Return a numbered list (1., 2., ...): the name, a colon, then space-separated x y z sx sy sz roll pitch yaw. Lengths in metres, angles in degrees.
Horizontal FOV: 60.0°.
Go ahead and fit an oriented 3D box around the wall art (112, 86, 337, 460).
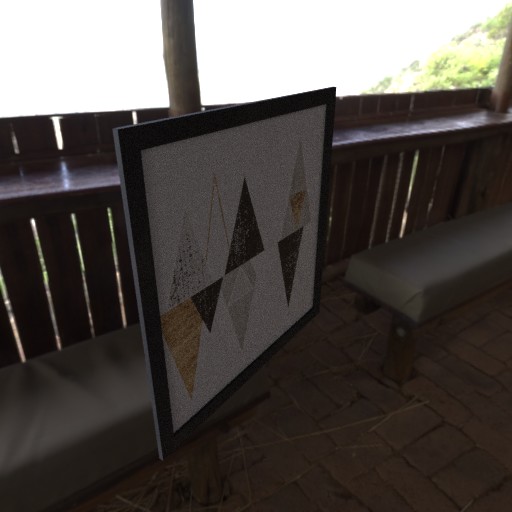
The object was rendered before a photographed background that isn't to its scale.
1. wall art: 0.000 0.000 1.241 0.013 0.823 0.823 18 32 31
